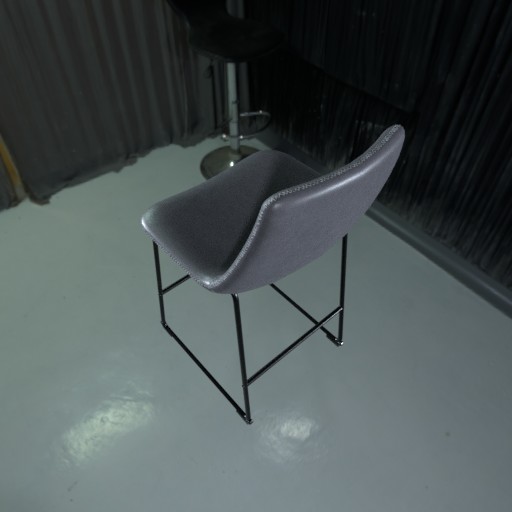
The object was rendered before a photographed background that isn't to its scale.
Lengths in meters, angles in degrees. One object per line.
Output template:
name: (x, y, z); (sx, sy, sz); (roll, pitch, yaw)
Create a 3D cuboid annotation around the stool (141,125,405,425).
stool: (0.000, 0.000, 1.192); (0.470, 0.876, 0.546); (-33, 56, -26)
